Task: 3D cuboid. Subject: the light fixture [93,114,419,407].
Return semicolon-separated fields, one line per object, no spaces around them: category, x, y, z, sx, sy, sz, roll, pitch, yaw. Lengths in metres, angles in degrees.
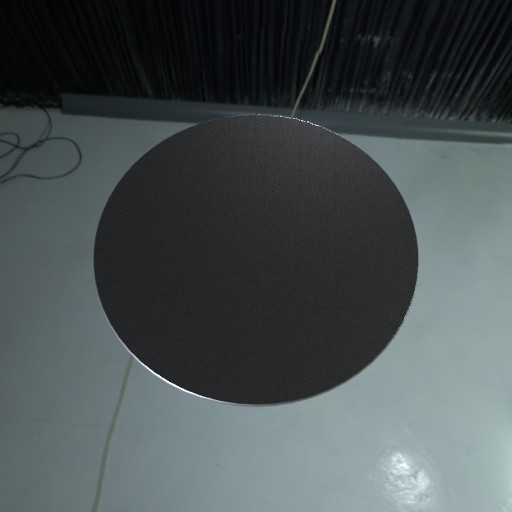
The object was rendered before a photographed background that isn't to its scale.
light fixture;0.000;0.000;0.549;0.368;0.100;0.368;0;64;0
